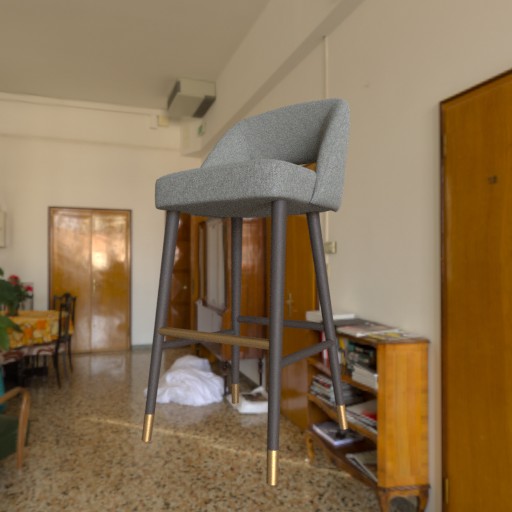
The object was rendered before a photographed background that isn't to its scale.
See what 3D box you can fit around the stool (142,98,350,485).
[{"bbox_3d":[0.000,0.000,1.389,0.536,1.089,0.524,0,-1,35],"label":"stool"}]
